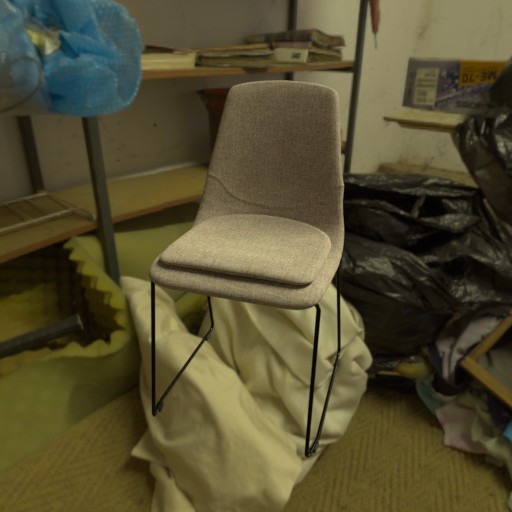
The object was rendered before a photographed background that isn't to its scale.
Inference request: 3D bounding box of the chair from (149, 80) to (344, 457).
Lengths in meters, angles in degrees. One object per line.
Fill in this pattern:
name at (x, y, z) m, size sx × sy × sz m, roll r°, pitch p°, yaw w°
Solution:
chair at (0.000, 0.000, 1.210) m, size 0.479 × 0.858 × 0.518 m, roll 8°, pitch 27°, yaw 16°
